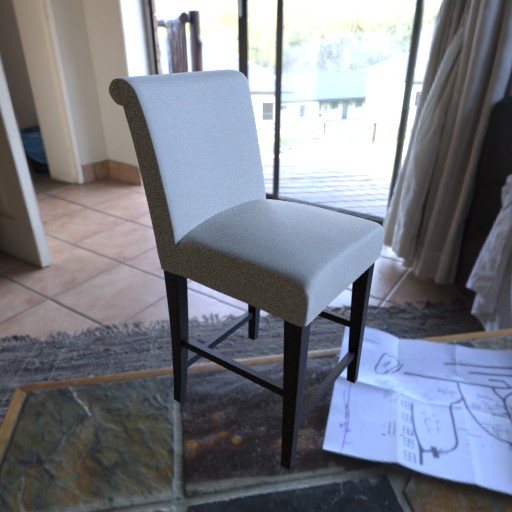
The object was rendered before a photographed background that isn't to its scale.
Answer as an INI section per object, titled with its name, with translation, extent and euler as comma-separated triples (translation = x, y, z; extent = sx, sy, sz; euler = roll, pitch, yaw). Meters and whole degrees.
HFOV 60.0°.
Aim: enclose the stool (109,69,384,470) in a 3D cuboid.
[stool]
translation = 0.000, 0.000, 1.299
extent = 0.597, 0.976, 0.452
euler = 17, 31, 32
